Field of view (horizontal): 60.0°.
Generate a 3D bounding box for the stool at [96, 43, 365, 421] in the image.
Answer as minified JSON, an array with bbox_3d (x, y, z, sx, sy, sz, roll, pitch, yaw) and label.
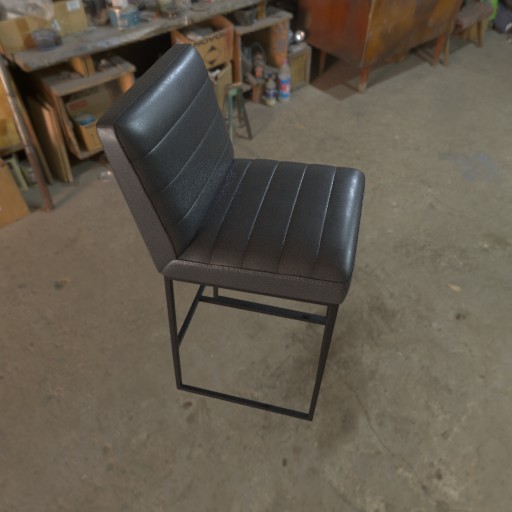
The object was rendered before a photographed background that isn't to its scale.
[{"bbox_3d":[0.000,0.000,1.320,0.552,1.040,0.457,10,46,10],"label":"stool"}]
